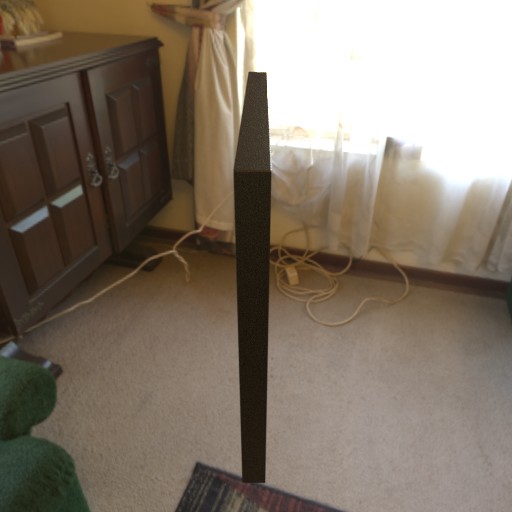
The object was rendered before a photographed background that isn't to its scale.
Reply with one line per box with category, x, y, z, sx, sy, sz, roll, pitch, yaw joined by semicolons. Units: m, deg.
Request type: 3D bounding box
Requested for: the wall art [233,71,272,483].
wall art;0.000;0.000;0.762;0.036;0.508;0.508;0;32;1
